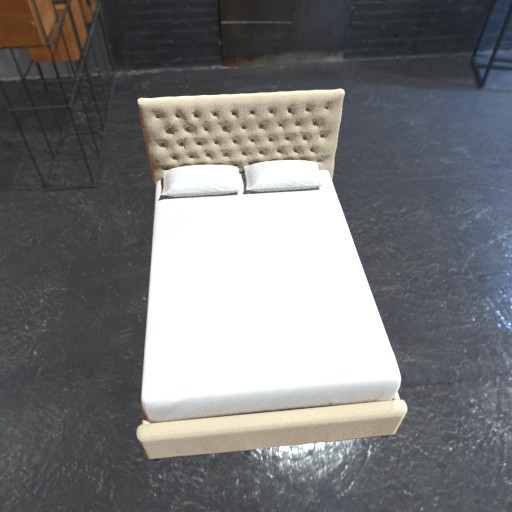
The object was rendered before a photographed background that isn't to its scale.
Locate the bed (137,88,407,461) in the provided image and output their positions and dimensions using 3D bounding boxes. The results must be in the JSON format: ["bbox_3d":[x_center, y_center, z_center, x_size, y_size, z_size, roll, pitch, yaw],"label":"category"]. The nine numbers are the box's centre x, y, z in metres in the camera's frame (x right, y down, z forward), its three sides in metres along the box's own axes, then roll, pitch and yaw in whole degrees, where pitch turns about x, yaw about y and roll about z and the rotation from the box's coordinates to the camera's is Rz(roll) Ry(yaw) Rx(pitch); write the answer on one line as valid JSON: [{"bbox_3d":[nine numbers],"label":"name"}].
[{"bbox_3d":[0.000,0.000,3.328,1.698,1.427,2.387,-4,47,-4],"label":"bed"}]
